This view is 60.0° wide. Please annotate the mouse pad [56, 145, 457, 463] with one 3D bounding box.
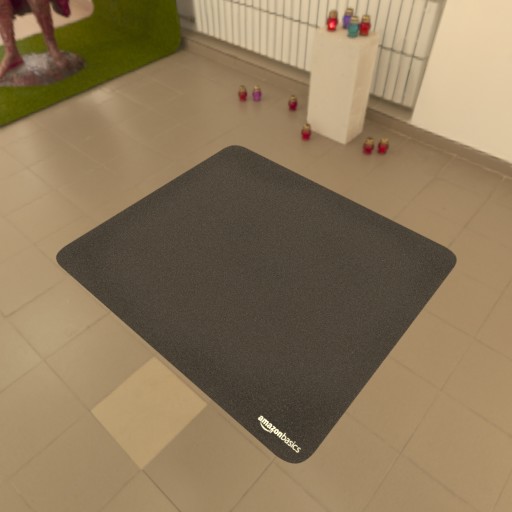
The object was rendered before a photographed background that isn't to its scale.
[{"bbox_3d":[0.000,0.000,0.641,0.451,0.002,0.393,32,55,27],"label":"mouse pad"}]
